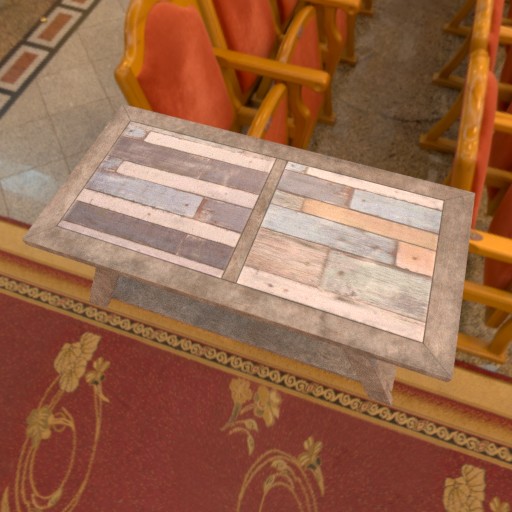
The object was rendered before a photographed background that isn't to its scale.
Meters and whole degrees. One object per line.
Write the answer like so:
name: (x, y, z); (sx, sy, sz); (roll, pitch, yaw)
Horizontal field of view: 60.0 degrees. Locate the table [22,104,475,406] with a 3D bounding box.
table: (0.000, 0.000, 1.524); (1.219, 0.470, 0.610); (17, 60, 10)
